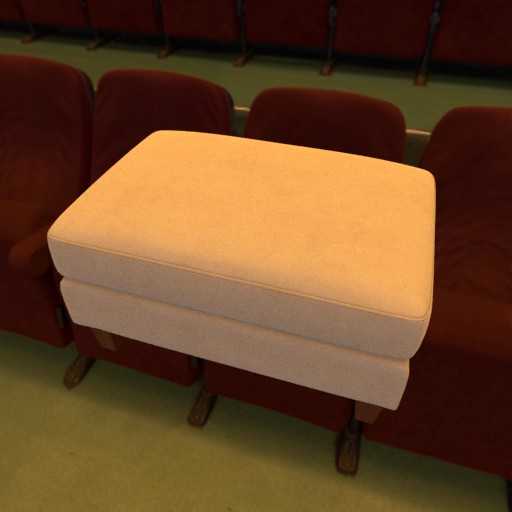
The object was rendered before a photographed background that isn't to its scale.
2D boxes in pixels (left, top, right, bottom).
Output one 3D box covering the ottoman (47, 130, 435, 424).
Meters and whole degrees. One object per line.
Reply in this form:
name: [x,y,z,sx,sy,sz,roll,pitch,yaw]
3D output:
ottoman: [0.000,0.000,1.215,0.864,0.483,0.584,12,42,13]
